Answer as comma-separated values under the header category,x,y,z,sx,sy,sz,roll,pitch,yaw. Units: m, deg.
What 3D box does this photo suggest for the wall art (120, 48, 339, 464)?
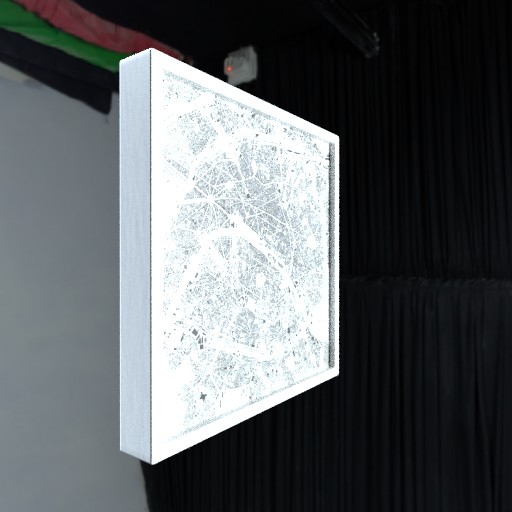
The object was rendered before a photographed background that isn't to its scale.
category,x,y,z,sx,sy,sz,roll,pitch,yaw
wall art,0.000,0.000,0.455,0.038,0.305,0.305,0,0,37
